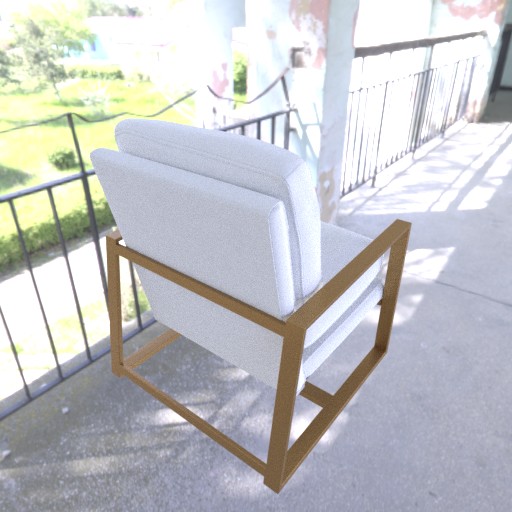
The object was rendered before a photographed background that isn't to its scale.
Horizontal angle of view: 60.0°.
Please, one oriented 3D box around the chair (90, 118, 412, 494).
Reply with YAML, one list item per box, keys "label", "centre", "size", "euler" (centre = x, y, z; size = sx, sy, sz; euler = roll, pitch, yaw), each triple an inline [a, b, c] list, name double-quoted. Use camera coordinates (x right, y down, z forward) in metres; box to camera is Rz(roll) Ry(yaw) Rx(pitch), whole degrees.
- label: "chair"
  centre: [0.000, 0.000, 1.553]
  size: [0.805, 0.966, 0.813]
  euler: [21, 36, 32]
